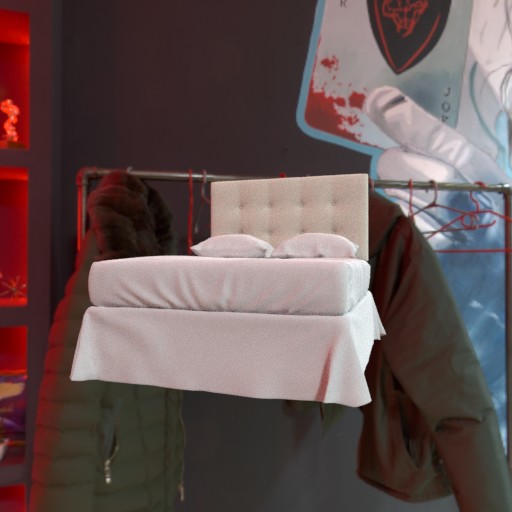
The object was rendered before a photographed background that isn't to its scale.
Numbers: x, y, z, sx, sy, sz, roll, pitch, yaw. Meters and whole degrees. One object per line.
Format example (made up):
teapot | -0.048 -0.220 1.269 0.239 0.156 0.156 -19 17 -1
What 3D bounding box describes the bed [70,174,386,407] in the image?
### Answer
bed | 0.000 0.000 3.538 1.936 1.577 2.222 0 0 18
